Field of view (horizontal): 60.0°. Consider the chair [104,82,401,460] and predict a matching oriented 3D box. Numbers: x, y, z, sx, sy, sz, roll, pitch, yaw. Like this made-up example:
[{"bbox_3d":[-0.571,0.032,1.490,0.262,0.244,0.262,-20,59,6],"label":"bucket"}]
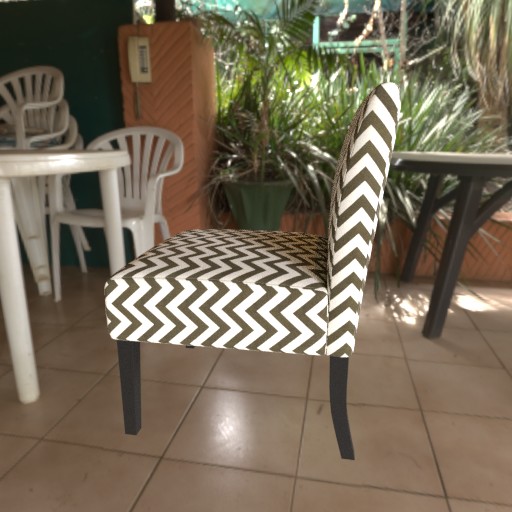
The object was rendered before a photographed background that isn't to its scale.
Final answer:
[{"bbox_3d":[0.000,0.000,1.234,0.648,0.838,0.589,2,15,9],"label":"chair"}]
